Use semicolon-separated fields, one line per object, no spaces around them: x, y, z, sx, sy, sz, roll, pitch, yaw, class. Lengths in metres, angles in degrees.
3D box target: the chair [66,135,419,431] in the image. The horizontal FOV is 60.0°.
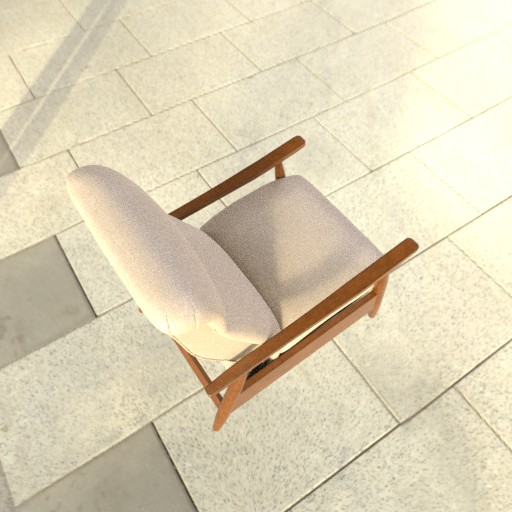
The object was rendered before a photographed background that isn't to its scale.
0.000;0.000;1.796;1.030;1.082;0.762;-31;63;-18;chair
